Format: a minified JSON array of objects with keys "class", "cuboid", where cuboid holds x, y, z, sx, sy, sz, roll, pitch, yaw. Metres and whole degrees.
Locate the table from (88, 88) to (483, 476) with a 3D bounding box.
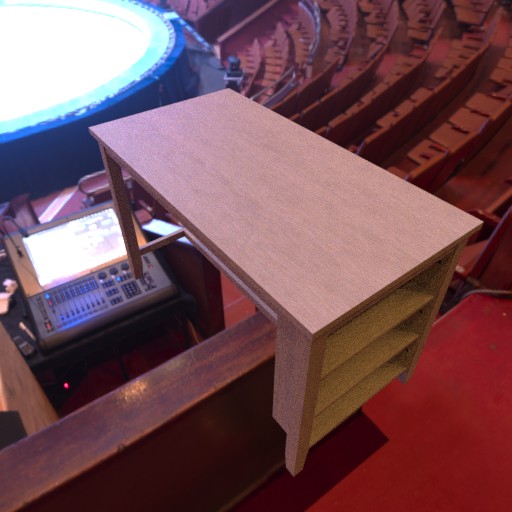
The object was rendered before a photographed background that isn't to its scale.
[{"class":"table","cuboid":[0.000,0.000,1.929,0.729,0.874,1.397,-27,48,-27]}]
